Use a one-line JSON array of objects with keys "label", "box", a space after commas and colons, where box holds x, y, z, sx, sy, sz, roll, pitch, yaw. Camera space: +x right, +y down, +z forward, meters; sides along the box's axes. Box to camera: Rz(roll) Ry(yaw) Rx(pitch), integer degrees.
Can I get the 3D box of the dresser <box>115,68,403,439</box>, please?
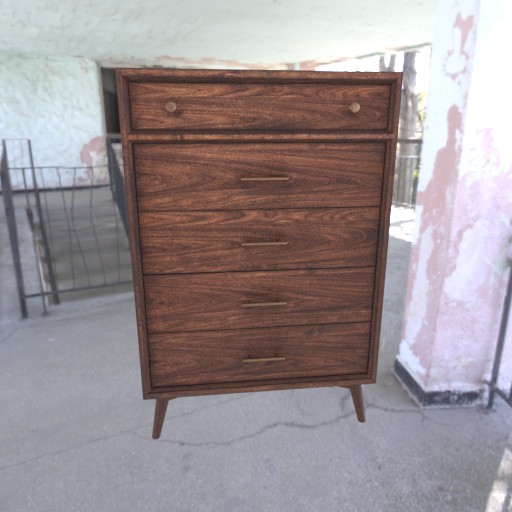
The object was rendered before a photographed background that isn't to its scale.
[{"label": "dresser", "box": [0.000, 0.000, 1.815, 0.919, 1.365, 0.498, -2, 17, -7]}]
